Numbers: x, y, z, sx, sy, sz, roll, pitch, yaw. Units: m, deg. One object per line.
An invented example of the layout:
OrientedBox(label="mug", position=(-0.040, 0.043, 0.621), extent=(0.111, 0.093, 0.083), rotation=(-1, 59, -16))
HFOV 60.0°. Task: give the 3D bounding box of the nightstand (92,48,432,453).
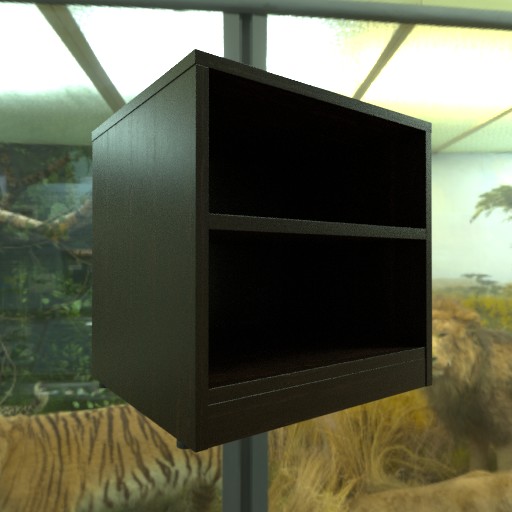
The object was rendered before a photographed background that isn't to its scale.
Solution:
OrientedBox(label="nightstand", position=(0.000, 0.000, 0.840), extent=(0.489, 0.487, 0.427), rotation=(0, -1, -36))
